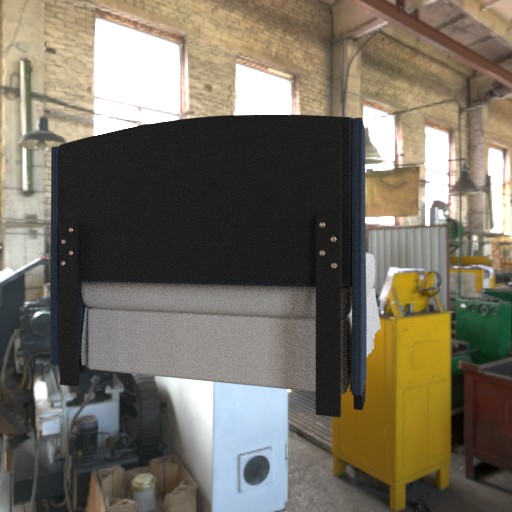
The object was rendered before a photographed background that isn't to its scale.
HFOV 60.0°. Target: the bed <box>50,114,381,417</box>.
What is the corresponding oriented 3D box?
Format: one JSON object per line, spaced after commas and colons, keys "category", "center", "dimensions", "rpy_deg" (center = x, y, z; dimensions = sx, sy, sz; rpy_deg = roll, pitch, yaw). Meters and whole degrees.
{"category": "bed", "center": [0.000, 0.000, 3.252], "dimensions": [1.710, 1.407, 2.237], "rpy_deg": [0, 0, 19]}
